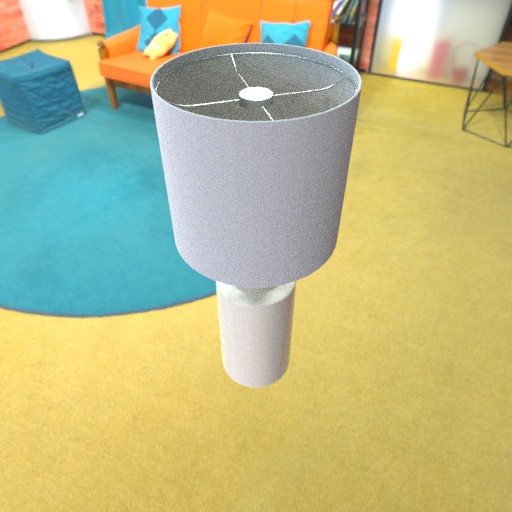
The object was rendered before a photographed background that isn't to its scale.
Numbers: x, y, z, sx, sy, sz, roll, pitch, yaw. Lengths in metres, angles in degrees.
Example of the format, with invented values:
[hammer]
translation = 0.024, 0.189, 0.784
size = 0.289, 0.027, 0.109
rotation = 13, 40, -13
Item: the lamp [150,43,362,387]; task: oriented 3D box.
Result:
[lamp]
translation = 0.000, 0.000, 0.614
size = 0.212, 0.493, 0.212
rotation = -11, 43, -12
